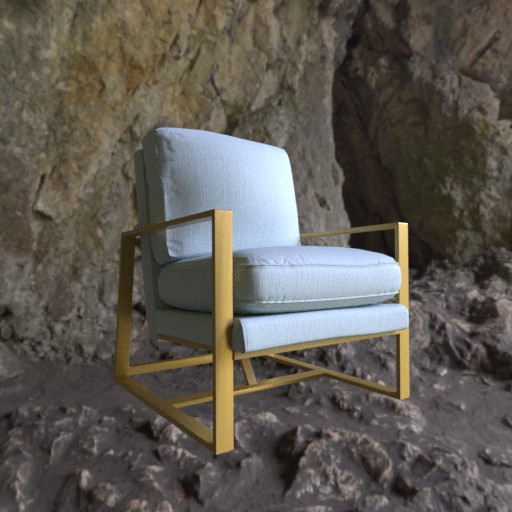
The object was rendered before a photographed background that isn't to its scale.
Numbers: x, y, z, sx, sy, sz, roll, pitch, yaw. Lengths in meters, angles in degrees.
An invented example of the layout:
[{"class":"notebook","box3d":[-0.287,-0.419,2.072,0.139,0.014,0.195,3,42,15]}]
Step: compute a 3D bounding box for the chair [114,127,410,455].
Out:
[{"class":"chair","box3d":[0.000,0.000,1.578,0.758,0.956,0.813,0,0,-35]}]
